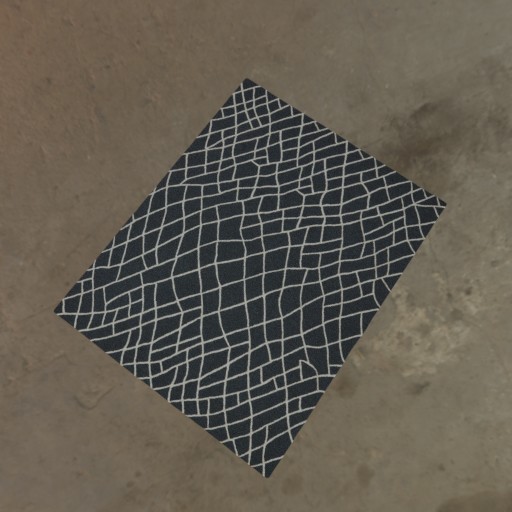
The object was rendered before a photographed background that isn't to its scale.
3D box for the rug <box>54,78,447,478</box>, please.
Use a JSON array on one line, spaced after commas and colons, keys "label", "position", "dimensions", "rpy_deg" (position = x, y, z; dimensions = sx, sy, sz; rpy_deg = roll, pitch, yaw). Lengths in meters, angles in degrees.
[{"label": "rug", "position": [0.000, 0.000, 4.215], "dimensions": [2.439, 0.022, 3.047], "rpy_deg": [35, 79, 8]}]
